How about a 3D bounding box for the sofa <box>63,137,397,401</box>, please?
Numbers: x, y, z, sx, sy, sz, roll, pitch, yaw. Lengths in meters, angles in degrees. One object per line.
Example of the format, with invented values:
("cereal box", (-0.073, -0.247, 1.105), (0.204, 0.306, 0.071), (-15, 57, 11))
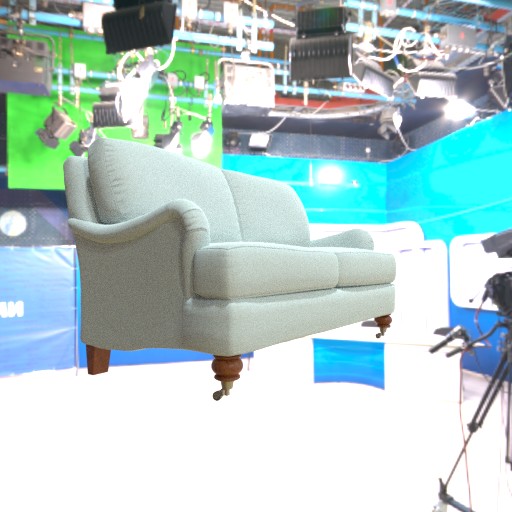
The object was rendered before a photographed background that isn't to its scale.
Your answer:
("sofa", (0.000, 0.000, 2.550), (1.084, 1.101, 1.853), (-1, -1, 36))
